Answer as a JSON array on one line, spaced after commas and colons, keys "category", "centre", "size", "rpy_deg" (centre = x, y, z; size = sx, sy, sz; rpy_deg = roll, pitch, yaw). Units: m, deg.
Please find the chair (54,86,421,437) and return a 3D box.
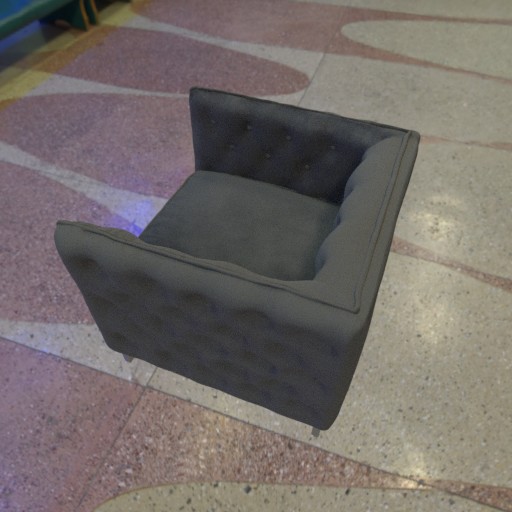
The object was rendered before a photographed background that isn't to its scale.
[{"category": "chair", "centre": [0.000, 0.000, 1.661], "size": [0.913, 0.807, 0.946], "rpy_deg": [17, 50, 14]}]
